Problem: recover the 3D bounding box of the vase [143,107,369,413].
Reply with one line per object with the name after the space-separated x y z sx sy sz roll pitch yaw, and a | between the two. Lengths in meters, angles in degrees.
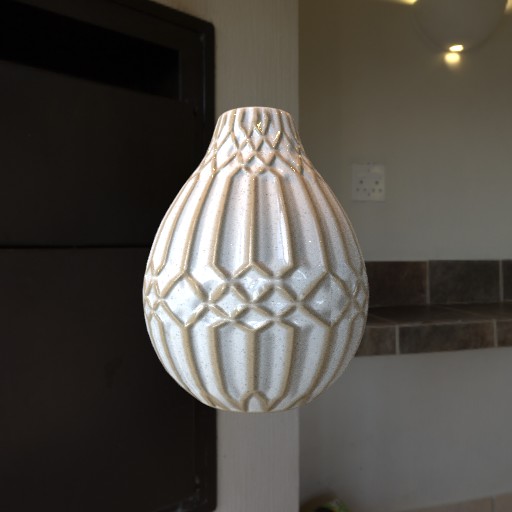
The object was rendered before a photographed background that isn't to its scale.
0.000 0.000 0.322 0.159 0.200 0.159 0 0 0 | vase
